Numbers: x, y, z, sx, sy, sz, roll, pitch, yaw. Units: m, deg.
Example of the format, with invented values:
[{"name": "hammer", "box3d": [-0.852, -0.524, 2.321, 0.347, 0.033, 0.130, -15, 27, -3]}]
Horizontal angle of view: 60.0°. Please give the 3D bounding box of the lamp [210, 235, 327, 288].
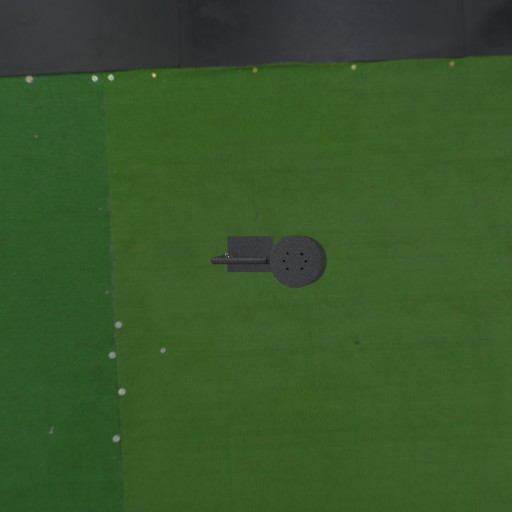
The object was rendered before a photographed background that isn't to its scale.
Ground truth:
[{"name": "lamp", "box3d": [0.000, 0.000, 1.743, 0.304, 1.600, 0.203, 0, 91, -1]}]
